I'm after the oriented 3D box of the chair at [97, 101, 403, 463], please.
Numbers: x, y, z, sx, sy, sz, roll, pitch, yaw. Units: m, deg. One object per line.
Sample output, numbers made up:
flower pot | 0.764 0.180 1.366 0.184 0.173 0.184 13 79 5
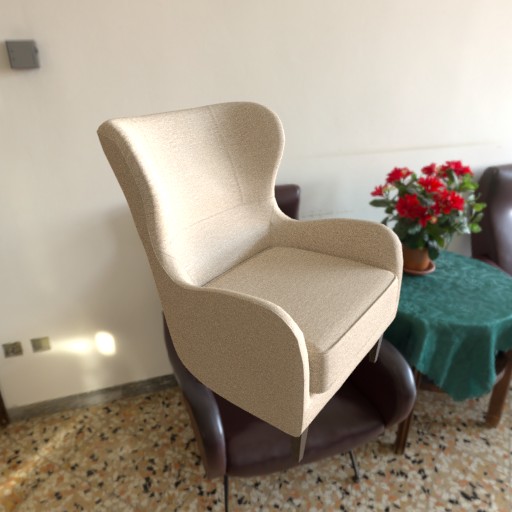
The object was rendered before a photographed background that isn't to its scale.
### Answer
chair | 0.000 0.000 1.762 0.984 1.064 0.861 17 30 32
